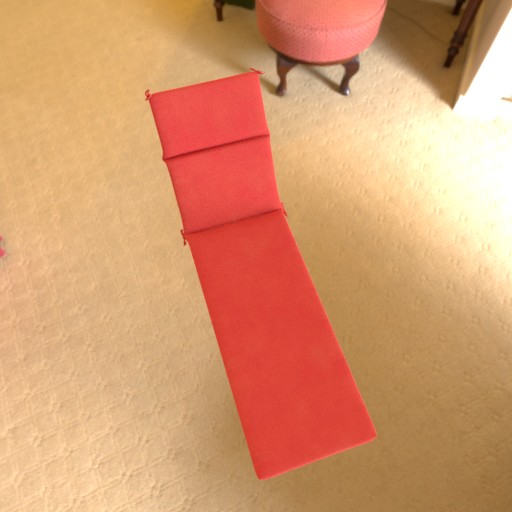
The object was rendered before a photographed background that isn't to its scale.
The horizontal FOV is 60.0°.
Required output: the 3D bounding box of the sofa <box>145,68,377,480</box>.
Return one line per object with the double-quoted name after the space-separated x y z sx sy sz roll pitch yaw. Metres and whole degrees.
0.000 0.000 1.928 0.582 0.622 1.663 -16 63 -8 "sofa"
